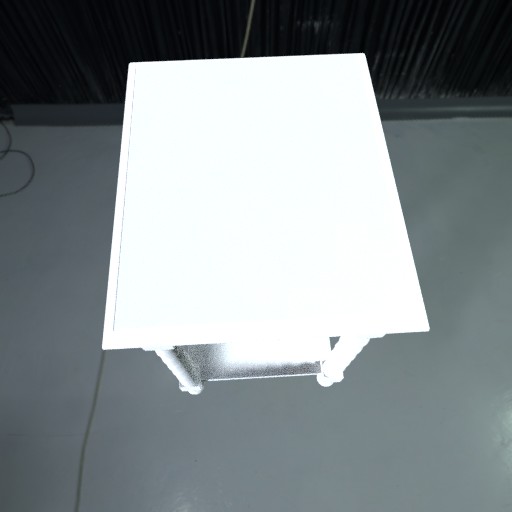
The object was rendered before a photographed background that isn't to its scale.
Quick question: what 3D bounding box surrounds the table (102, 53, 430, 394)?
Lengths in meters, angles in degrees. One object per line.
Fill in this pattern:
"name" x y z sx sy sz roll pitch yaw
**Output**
"table" 0.000 0.000 0.839 0.381 0.531 0.460 -3 64 -1
